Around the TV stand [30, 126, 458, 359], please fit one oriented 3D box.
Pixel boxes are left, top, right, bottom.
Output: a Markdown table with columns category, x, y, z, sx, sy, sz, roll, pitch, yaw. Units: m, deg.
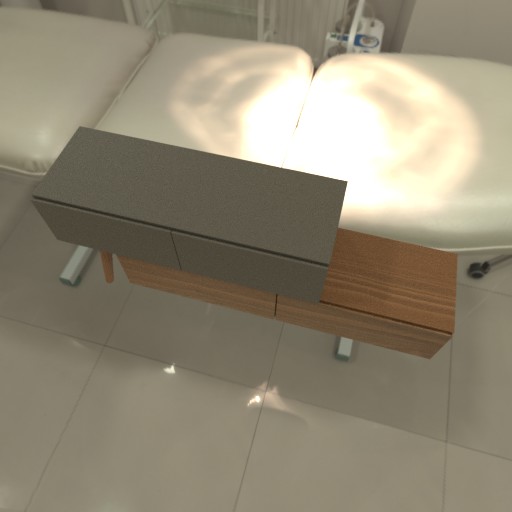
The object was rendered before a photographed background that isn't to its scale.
| category | x | y | z | sx | sy | sz | roll | pitch | yaw |
| --- | --- | --- | --- | --- | --- | --- | --- | --- | --- |
| TV stand | 0.000 | 0.000 | 1.580 | 1.336 | 0.591 | 0.329 | 13 | 59 | 8 |
